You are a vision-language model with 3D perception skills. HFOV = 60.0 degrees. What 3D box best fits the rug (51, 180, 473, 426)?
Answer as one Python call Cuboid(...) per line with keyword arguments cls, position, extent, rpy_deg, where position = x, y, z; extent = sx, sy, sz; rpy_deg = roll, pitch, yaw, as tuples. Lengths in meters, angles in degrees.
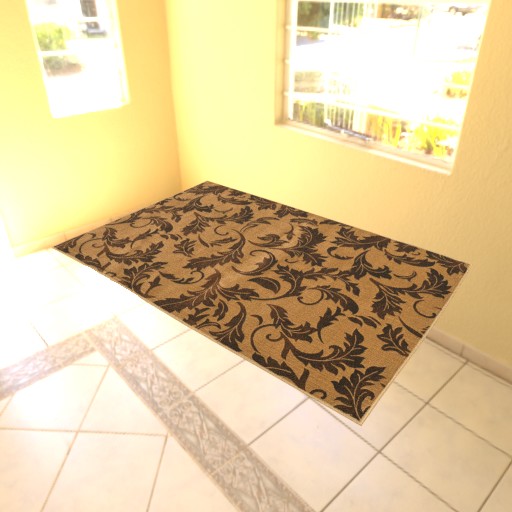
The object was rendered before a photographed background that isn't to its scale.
Cuboid(cls="rug", position=(0.000, 0.000, 2.862), extent=(2.284, 0.008, 1.522), rpy_deg=(22, 38, 32))
